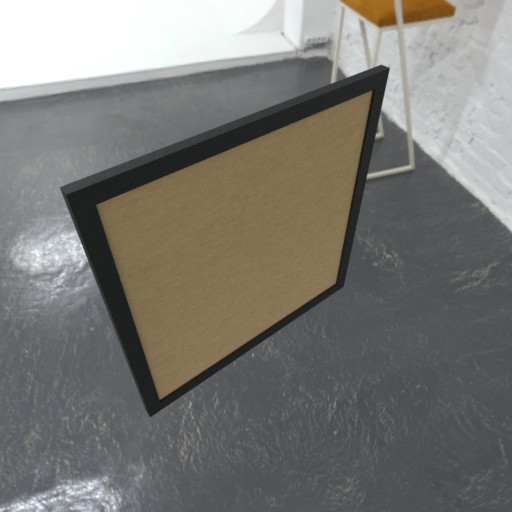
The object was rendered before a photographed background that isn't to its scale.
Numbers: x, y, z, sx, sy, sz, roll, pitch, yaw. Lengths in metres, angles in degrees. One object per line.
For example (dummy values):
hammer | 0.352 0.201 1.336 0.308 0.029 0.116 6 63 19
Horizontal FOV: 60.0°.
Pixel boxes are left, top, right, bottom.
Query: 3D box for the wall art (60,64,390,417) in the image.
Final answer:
wall art | 0.000 0.000 0.526 0.358 0.357 0.012 -29 52 -26
